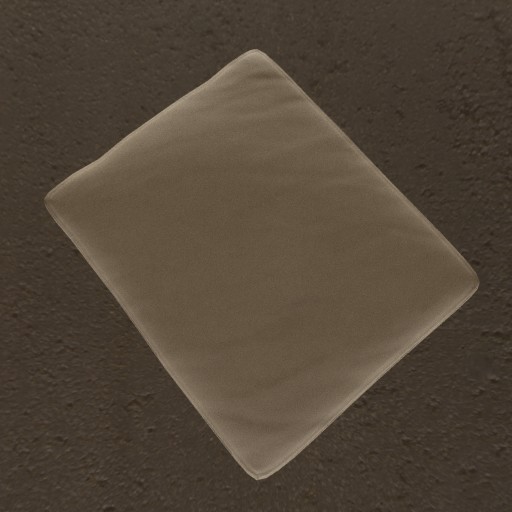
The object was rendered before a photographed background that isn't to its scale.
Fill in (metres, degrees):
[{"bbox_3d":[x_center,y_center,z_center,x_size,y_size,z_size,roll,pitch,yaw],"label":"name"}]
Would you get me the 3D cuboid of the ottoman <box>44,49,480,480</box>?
[{"bbox_3d":[0.000,0.000,1.432,0.836,0.492,1.002,-39,79,-9],"label":"ottoman"}]
